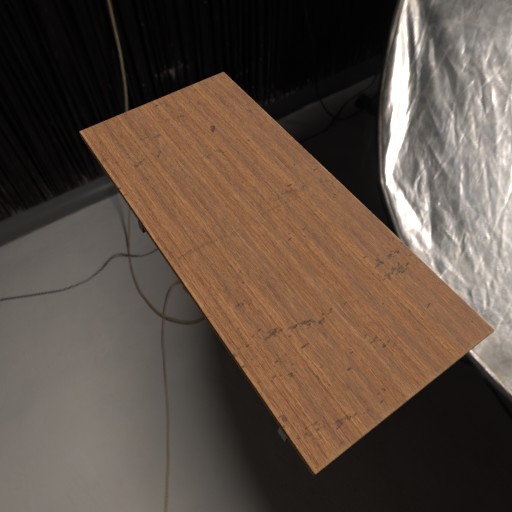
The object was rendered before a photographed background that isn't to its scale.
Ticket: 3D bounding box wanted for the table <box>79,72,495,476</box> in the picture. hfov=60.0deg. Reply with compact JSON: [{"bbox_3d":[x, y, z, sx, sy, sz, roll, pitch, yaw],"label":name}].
[{"bbox_3d":[0.000,0.000,2.571,1.000,0.757,2.200,-30,62,-18],"label":"table"}]
